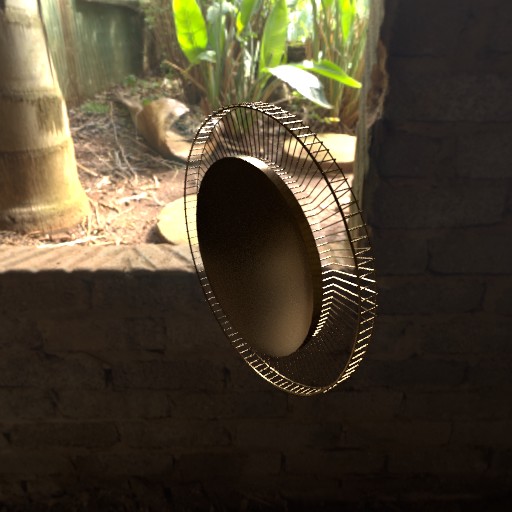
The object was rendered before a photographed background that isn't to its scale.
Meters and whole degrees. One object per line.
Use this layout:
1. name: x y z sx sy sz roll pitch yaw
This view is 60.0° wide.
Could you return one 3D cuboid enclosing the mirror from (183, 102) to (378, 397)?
1. mirror: 0.000 0.000 1.076 0.067 0.703 0.703 -18 32 -31
